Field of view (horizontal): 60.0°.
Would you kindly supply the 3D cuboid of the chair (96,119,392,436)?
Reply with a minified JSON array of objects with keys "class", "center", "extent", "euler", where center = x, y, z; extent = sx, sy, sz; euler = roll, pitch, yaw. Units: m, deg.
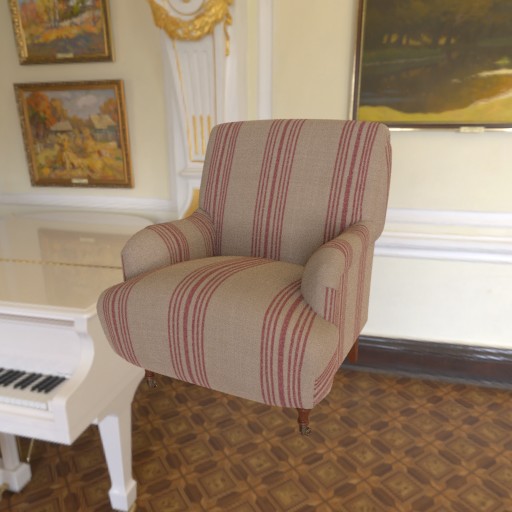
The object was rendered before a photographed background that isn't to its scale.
[{"class":"chair","center":[0.000,0.000,1.876],"extent":[0.933,1.123,1.058],"euler":[8,18,25]}]
